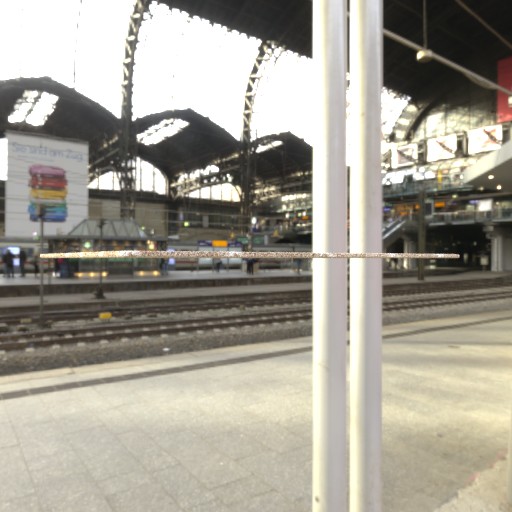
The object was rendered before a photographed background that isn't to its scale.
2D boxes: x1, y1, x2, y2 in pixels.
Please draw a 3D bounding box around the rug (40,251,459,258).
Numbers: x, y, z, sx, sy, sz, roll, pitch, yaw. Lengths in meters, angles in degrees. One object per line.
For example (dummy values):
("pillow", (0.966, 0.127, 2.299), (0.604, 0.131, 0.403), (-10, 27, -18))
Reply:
("rug", (0.000, 0.000, 3.436), (2.743, 0.030, 1.778), (0, 0, -36))
